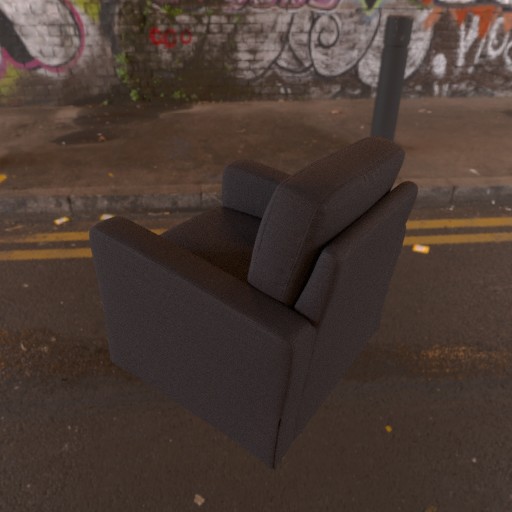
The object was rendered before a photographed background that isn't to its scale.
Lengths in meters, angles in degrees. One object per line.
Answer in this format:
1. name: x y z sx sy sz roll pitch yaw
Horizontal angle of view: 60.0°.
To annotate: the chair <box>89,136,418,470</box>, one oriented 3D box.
1. chair: 0.000 0.000 1.545 0.863 0.855 0.798 21 37 30
